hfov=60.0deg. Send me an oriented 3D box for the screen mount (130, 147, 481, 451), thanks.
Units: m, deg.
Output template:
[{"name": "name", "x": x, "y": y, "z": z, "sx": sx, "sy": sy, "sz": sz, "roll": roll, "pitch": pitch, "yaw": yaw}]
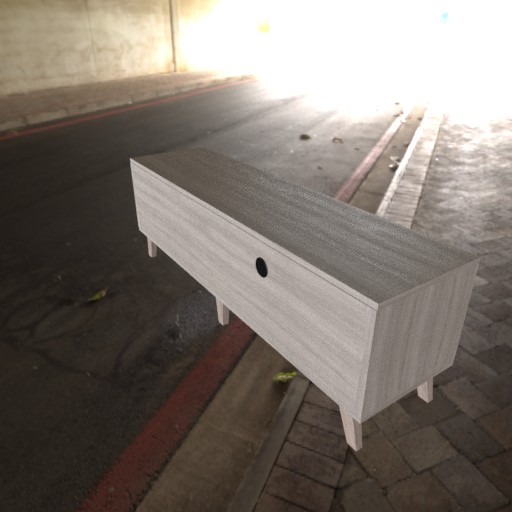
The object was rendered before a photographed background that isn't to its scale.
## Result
[{"name": "screen mount", "x": 0.000, "y": 0.000, "z": 1.729, "sx": 0.401, "sy": 0.509, "sz": 1.500, "roll": -17, "pitch": 32, "yaw": -30}]
